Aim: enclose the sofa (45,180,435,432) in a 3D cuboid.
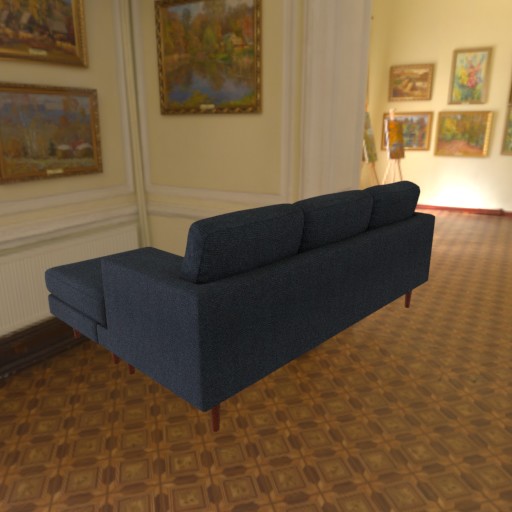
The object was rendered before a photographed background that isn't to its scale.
[{"bbox_3d":[0.000,0.000,2.989,1.504,0.956,2.233,15,22,41],"label":"sofa"}]
